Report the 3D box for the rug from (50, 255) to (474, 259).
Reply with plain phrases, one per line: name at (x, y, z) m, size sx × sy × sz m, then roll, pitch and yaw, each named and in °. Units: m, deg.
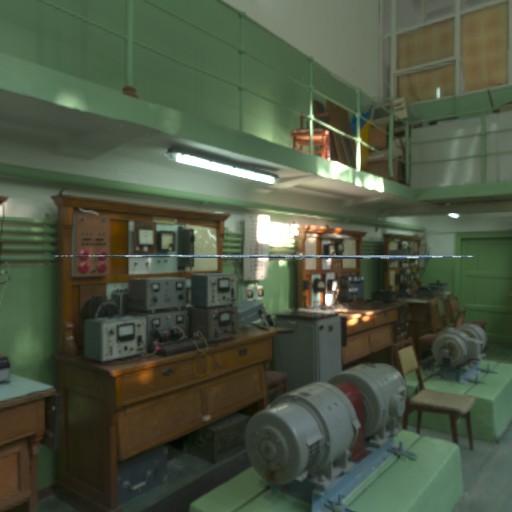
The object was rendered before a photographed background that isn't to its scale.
rug at (0.000, 0.000, 2.172) m, size 1.755 × 0.010 × 1.153 m, roll 0°, pitch 0°, yaw 37°
